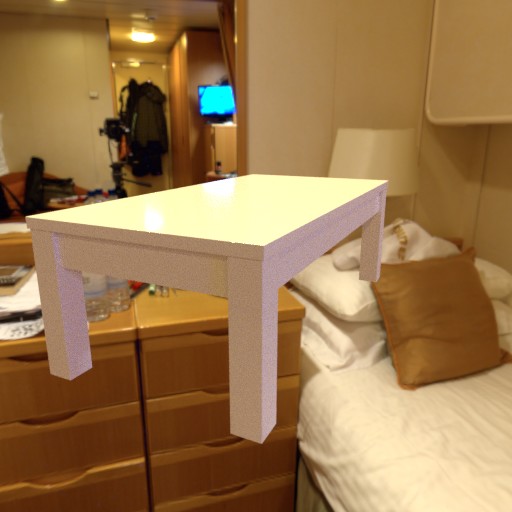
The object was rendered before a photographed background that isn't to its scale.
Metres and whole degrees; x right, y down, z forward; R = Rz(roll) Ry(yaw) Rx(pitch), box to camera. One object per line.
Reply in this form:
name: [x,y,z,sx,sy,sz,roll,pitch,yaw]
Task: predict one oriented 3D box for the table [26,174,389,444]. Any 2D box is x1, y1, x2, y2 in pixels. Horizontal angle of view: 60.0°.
table: [0.000,0.000,1.673,0.700,0.470,1.350,8,17,25]
